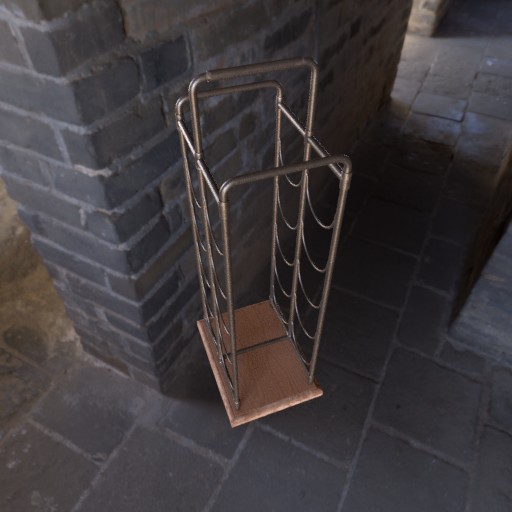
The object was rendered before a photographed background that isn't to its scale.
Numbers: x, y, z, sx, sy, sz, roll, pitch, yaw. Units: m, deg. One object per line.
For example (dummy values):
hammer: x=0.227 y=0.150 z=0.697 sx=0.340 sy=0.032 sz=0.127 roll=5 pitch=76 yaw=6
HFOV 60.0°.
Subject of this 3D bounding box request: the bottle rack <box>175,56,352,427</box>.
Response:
bottle rack: x=0.000 y=0.000 z=0.791 sx=0.208 sy=0.680 sz=0.276 roll=-15 pitch=47 yaw=-14
